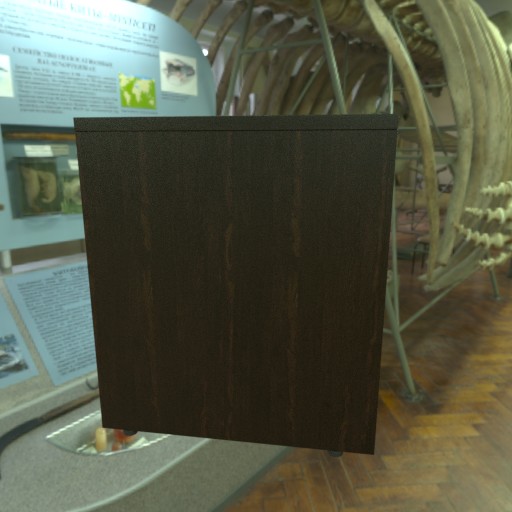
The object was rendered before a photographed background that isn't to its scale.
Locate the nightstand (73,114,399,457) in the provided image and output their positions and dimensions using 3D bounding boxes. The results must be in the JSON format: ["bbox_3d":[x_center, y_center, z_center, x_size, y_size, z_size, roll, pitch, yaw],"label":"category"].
[{"bbox_3d":[0.000,0.000,0.860,0.427,0.487,0.489,2,14,9],"label":"nightstand"}]
